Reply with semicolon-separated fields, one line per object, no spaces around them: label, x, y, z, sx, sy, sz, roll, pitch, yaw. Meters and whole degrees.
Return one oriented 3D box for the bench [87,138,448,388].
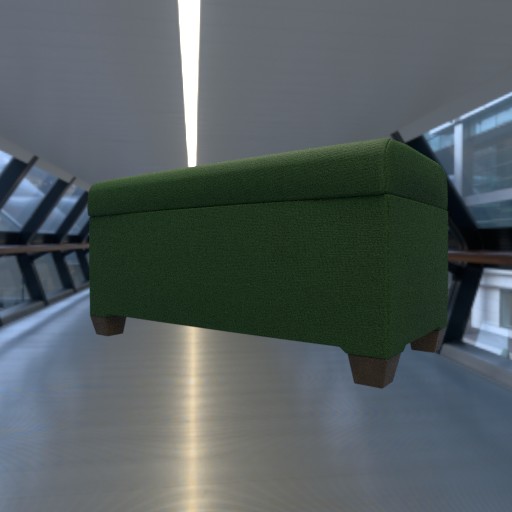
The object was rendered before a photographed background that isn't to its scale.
bench;0.000;0.000;1.304;0.989;0.501;0.505;1;1;36
